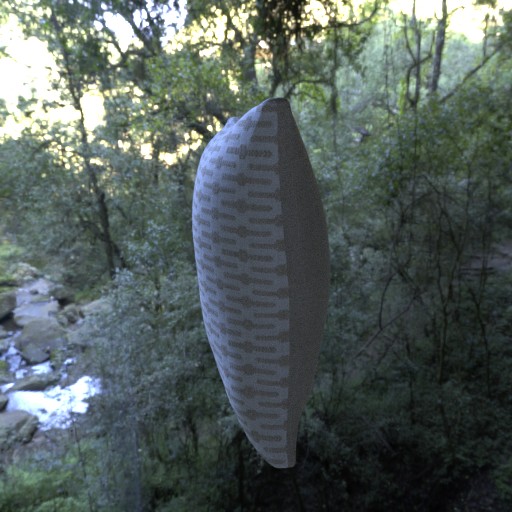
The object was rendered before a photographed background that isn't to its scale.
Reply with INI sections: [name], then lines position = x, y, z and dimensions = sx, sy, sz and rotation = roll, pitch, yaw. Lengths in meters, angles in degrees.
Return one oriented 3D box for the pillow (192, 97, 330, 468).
[pillow]
position = 0.000, 0.000, 0.784
dimensions = 0.219, 0.491, 0.496
rotation = -2, 15, -8
